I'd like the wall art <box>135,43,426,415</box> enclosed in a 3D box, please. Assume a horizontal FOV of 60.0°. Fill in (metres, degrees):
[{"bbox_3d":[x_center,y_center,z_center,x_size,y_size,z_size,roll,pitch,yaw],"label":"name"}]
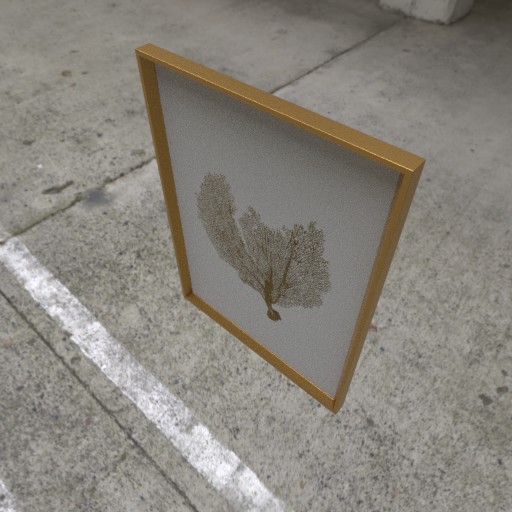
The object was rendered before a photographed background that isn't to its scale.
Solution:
[{"bbox_3d":[0.000,0.000,1.053,0.610,0.812,0.038,33,55,27],"label":"wall art"}]
